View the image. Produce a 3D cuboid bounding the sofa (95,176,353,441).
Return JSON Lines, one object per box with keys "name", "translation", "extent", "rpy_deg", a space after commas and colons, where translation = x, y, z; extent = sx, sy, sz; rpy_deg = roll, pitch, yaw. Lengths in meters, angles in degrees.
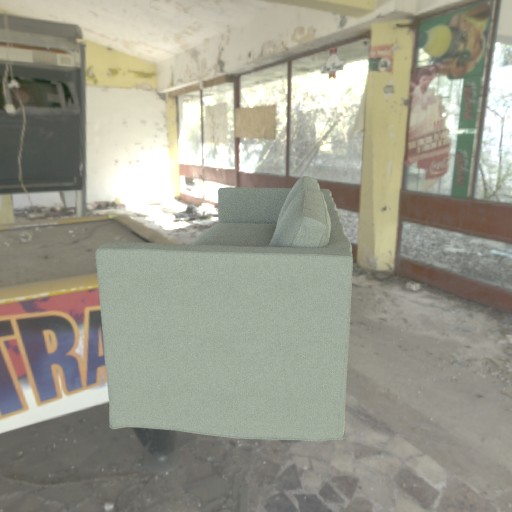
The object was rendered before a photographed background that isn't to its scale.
{"name": "sofa", "translation": [0.000, 0.000, 2.700], "extent": [0.962, 0.853, 2.312], "rpy_deg": [2, 14, 7]}
